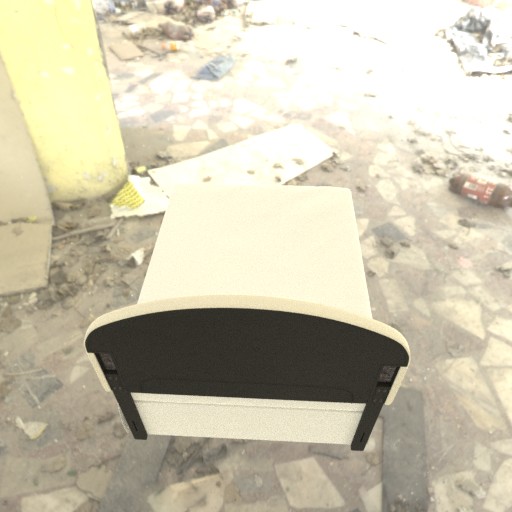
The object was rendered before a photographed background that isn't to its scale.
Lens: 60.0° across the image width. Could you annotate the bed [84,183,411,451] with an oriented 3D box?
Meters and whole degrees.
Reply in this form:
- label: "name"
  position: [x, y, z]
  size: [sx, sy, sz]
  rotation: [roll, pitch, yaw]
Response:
- label: "bed"
  position: [0.000, 0.000, 3.006]
  size: [1.607, 1.410, 2.005]
  rotation: [2, 45, 2]
